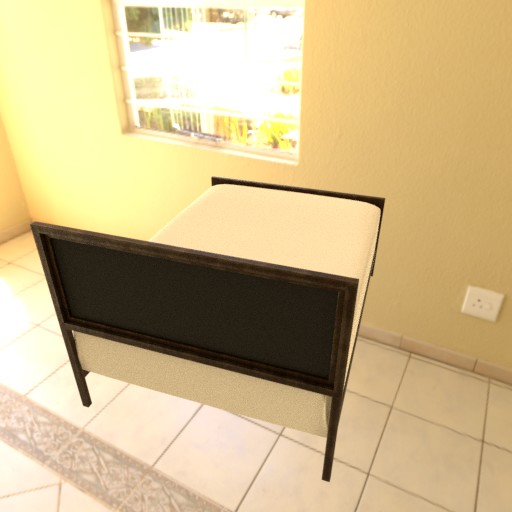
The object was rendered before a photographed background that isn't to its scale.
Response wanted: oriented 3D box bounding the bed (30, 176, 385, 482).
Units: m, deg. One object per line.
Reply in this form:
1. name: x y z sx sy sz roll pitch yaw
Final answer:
1. bed: 0.000 0.000 3.206 1.607 1.313 2.221 10 32 16
